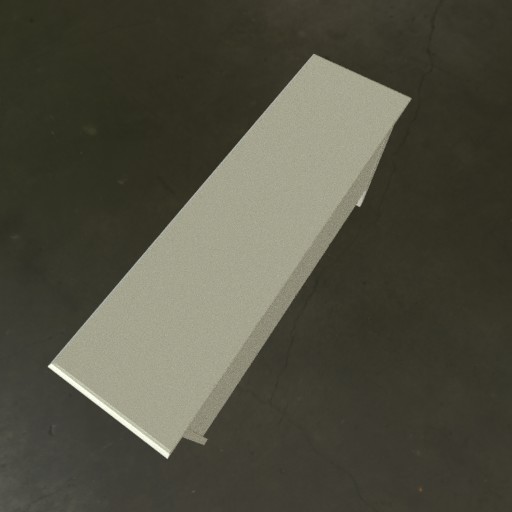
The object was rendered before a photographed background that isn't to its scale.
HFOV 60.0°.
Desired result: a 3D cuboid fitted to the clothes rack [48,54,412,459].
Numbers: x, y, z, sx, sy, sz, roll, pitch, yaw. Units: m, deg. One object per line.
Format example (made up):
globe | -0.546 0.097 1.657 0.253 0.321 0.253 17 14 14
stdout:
clothes rack | 0.000 0.000 1.332 0.324 0.531 1.120 31 69 14
